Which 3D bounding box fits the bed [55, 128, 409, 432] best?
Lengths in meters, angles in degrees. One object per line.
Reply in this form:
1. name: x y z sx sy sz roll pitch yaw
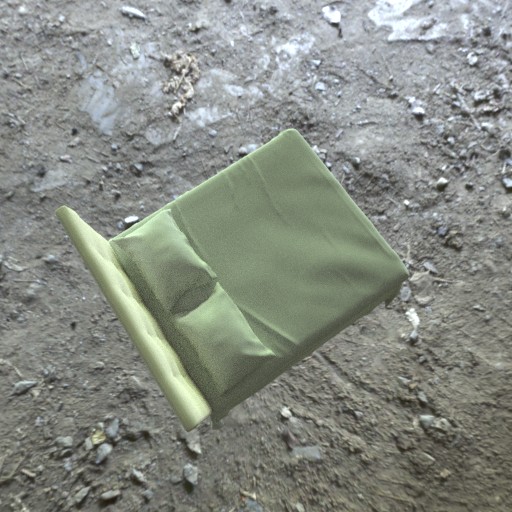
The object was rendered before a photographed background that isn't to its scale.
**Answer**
1. bed: 0.000 0.000 3.575 2.222 1.577 1.936 -33 77 -8
